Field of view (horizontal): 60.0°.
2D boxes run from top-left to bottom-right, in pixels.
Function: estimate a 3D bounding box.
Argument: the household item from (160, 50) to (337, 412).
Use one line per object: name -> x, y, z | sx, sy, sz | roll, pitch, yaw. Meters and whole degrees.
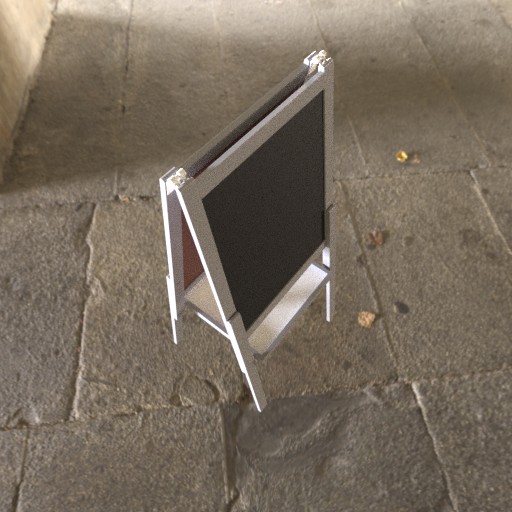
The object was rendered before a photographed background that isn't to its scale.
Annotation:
household item -> 0.000, 0.000, 1.441 | 0.469, 1.172, 0.531 | 33, 63, 20
